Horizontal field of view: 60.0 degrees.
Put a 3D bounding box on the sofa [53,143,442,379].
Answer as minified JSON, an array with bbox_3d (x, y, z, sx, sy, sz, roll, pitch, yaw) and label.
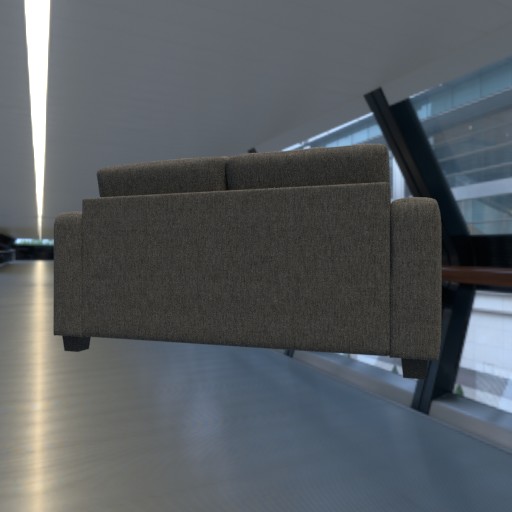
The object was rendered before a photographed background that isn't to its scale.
[{"bbox_3d":[0.000,0.000,2.033,1.520,0.800,0.900,0,-1,18],"label":"sofa"}]
